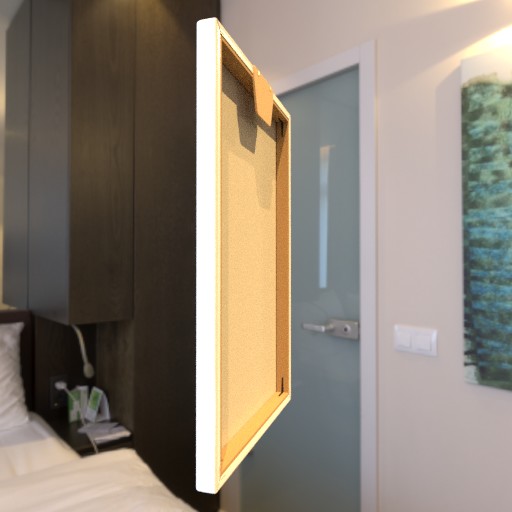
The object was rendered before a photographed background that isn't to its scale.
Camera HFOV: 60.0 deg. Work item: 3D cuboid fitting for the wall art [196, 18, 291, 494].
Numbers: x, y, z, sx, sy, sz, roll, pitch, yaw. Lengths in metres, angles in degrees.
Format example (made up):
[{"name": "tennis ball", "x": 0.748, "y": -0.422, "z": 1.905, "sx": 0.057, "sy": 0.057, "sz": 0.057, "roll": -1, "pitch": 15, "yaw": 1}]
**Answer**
[{"name": "wall art", "x": 0.000, "y": 0.000, "z": 1.127, "sx": 0.048, "sy": 0.902, "sz": 0.602, "roll": 0, "pitch": -1, "yaw": 18}]
